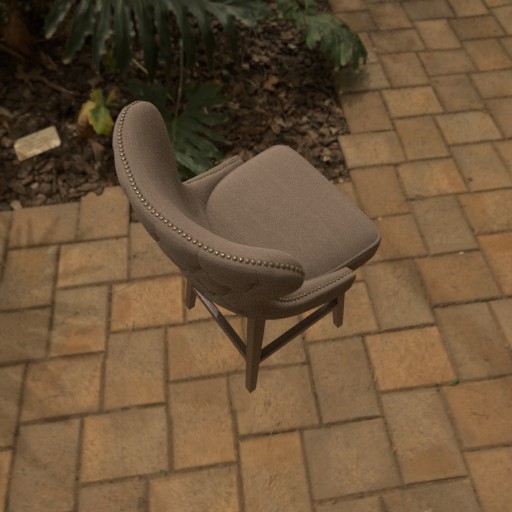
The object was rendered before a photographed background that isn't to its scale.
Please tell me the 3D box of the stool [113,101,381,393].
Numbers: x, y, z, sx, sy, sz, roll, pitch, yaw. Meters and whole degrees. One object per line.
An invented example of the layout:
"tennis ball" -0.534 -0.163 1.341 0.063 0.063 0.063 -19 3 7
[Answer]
"stool" 0.000 0.000 1.373 0.597 0.972 0.615 -32 64 -18
